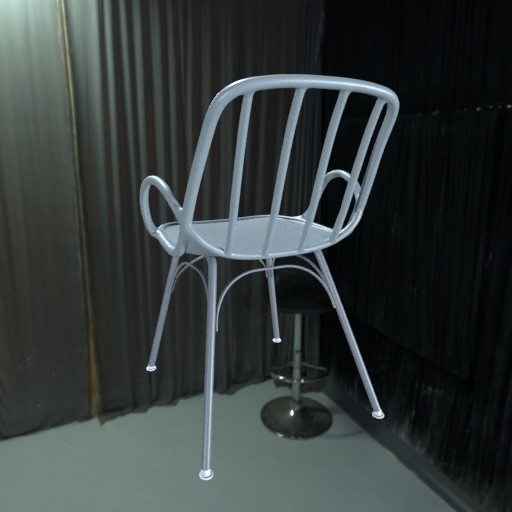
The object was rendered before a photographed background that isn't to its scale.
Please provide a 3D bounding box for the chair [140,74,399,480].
[{"bbox_3d":[0.000,0.000,1.168,0.549,0.816,0.597,-7,16,-26],"label":"chair"}]
